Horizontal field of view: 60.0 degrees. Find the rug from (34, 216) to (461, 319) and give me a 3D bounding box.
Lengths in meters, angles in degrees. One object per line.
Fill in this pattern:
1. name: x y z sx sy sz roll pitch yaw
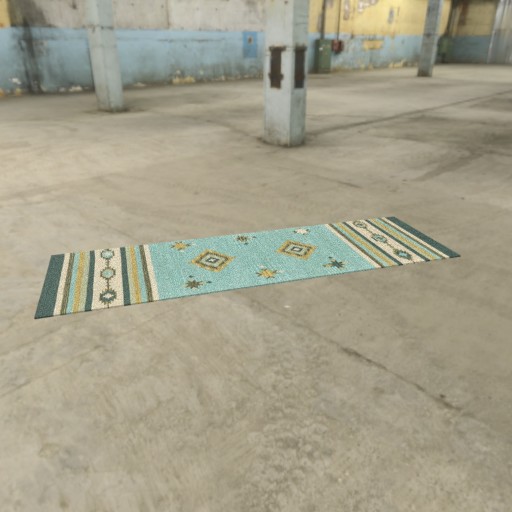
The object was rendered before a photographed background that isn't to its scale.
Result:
1. rug: 0.000 0.000 2.763 2.441 0.010 0.744 -7 26 -15
